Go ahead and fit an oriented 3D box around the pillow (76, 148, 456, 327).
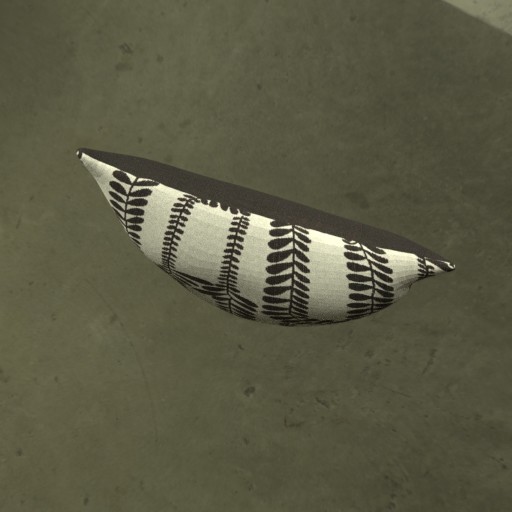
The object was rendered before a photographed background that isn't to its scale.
[{"bbox_3d":[0.000,0.000,0.682,0.440,0.441,0.182,17,77,4],"label":"pillow"}]
